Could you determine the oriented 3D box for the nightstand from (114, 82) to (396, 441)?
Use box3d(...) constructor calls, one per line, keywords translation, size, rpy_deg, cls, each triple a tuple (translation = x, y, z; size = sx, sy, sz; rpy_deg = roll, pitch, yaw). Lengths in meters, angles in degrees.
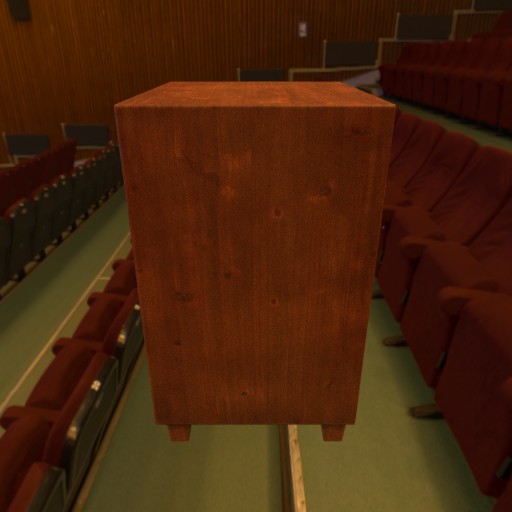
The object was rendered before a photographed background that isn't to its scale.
box3d(translation=(0.000, 0.000, 0.990), size=(0.410, 0.695, 0.465), rpy_deg=(0, 25, 0), cls="nightstand")
